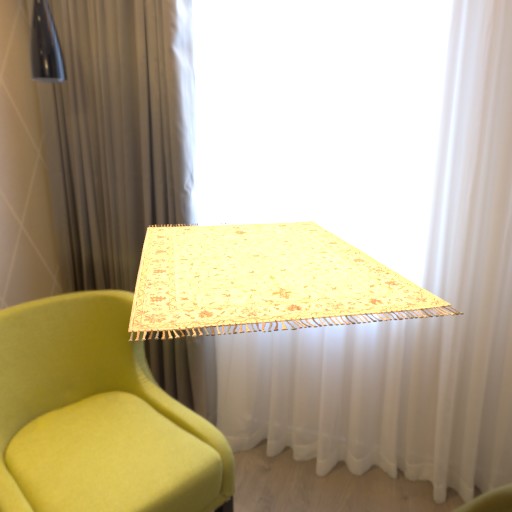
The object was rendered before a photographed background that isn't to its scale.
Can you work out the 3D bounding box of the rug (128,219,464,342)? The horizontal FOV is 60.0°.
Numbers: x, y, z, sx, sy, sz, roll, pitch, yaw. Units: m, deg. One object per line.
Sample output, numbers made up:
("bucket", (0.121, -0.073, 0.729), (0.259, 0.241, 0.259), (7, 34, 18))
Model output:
("rug", (0.000, 0.000, 2.405), (1.218, 0.017, 1.861), (-3, 16, -11))
